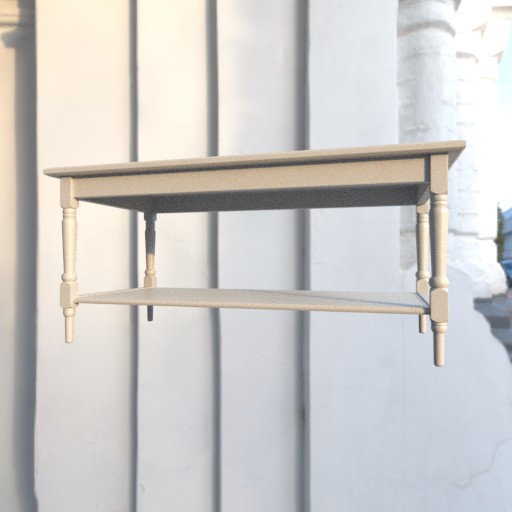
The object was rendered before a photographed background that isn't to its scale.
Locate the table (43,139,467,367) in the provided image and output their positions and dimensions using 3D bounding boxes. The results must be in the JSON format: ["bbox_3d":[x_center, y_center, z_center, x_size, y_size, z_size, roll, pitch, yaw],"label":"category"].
[{"bbox_3d":[0.000,0.000,1.376,1.109,0.506,0.551,0,0,16],"label":"table"}]
